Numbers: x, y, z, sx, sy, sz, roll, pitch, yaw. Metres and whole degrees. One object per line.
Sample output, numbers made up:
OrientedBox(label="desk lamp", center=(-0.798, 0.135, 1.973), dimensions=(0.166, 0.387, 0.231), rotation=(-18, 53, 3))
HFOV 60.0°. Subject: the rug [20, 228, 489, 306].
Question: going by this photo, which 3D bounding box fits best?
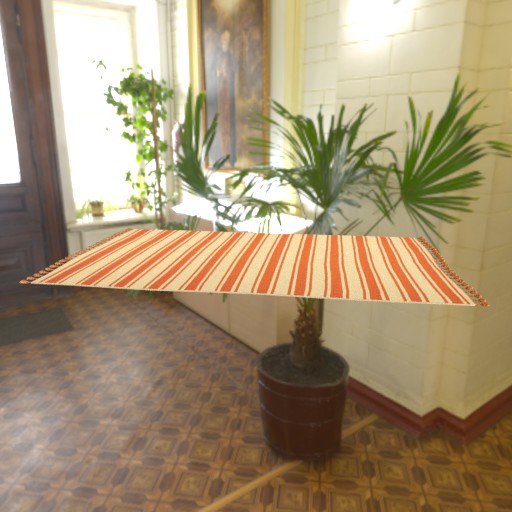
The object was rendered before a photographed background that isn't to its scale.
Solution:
OrientedBox(label="rug", center=(0.000, 0.000, 2.508), dimensions=(2.092, 0.017, 1.232), rotation=(2, 16, 8))
